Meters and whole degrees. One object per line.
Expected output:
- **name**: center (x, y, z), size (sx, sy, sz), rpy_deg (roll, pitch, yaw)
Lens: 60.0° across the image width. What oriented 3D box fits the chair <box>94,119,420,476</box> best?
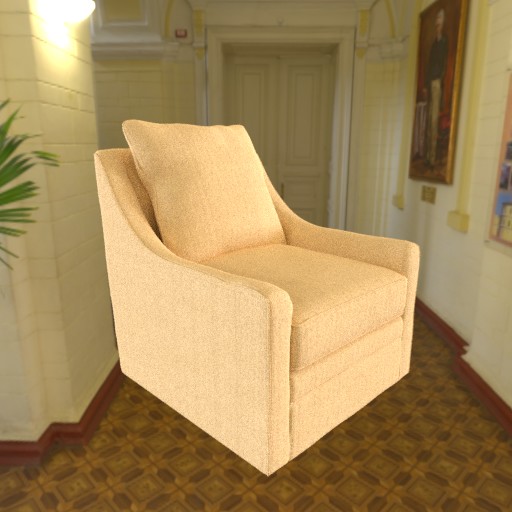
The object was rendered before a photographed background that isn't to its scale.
- **chair**: center (0.000, 0.000, 1.561), size (0.760, 0.927, 0.876), rpy_deg (-14, 20, -43)
